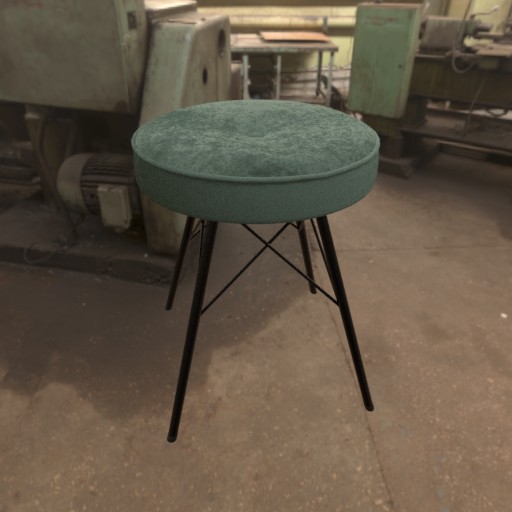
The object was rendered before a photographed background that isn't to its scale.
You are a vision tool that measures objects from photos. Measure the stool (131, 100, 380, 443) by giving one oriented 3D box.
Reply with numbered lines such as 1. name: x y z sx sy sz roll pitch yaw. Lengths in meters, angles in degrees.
1. stool: 0.000 0.000 0.870 0.458 0.519 0.457 -1 32 -1
